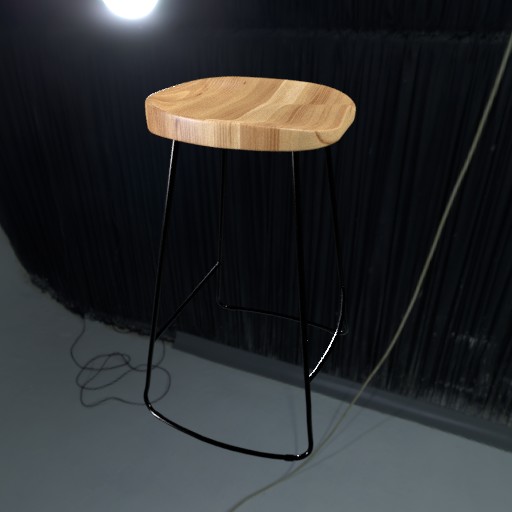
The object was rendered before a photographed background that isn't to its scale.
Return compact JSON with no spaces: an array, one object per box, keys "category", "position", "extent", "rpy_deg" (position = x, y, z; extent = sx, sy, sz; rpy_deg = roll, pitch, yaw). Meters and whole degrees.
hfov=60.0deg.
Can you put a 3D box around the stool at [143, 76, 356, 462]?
[{"category":"stool","position":[0.000,0.000,0.965],"extent":[0.401,0.679,0.480],"rpy_deg":[11,32,18]}]
